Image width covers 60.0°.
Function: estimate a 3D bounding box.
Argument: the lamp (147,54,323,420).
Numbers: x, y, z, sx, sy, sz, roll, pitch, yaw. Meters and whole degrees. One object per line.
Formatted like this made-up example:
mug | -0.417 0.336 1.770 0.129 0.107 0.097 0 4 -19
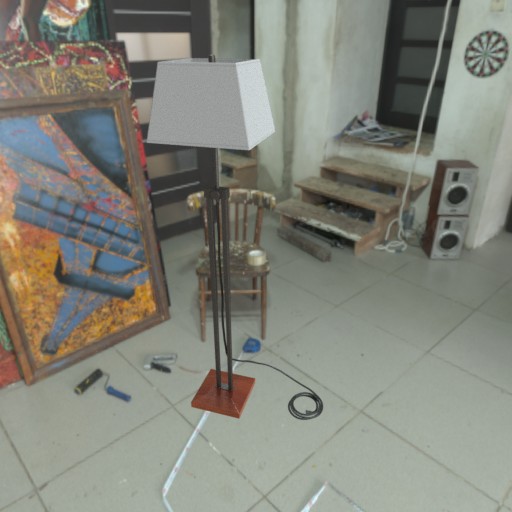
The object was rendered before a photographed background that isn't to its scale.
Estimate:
lamp | 0.000 0.000 2.065 0.745 1.712 0.472 8 28 16
